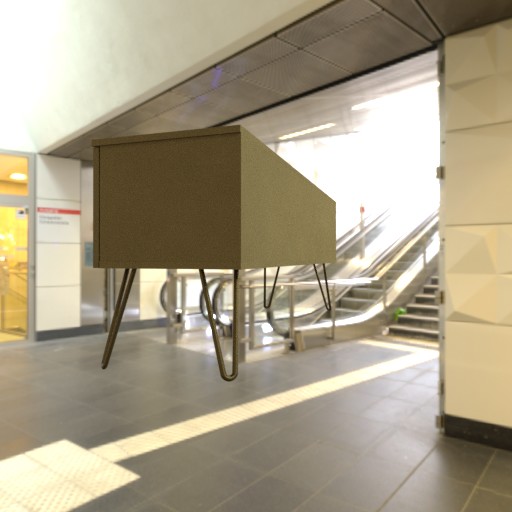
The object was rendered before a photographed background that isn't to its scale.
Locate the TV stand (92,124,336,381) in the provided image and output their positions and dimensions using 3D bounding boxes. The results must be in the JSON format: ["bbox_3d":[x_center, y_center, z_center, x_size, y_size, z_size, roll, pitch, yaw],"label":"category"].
[{"bbox_3d":[0.000,0.000,1.678,0.400,0.560,1.400,0,0,19],"label":"TV stand"}]
